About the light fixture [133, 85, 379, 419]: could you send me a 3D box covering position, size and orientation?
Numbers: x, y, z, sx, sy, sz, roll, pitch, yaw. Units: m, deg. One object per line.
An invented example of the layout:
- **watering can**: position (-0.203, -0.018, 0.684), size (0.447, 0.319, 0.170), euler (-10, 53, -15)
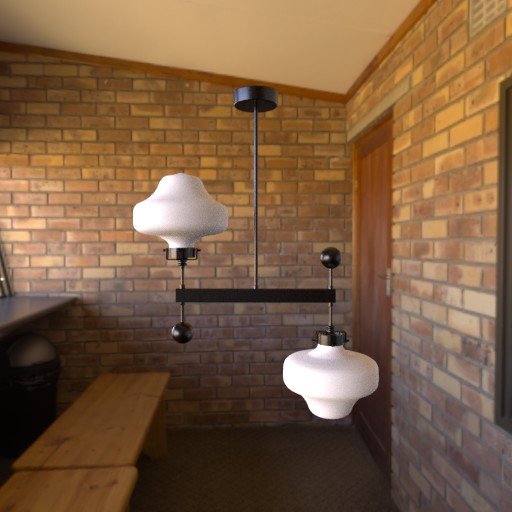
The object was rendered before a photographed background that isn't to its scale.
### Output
- **light fixture**: position (0.000, 0.000, 1.020), size (0.489, 0.743, 0.422), euler (-1, 2, -36)
